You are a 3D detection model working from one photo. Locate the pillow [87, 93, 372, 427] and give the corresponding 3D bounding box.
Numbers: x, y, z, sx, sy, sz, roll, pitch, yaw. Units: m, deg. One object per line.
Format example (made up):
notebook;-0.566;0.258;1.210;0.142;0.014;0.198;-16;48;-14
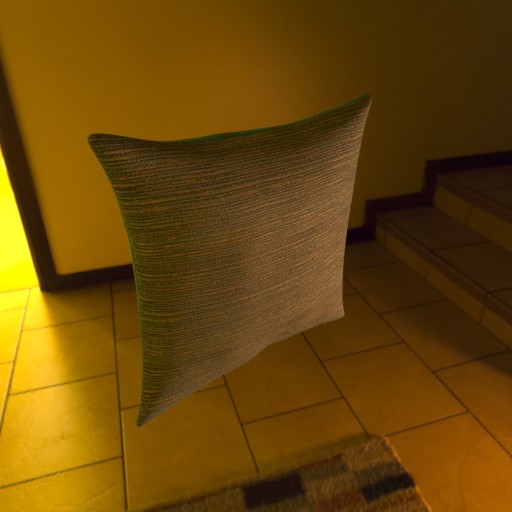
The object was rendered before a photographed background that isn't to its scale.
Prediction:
pillow;0.000;0.000;0.772;0.514;0.497;0.150;-21;36;-32
